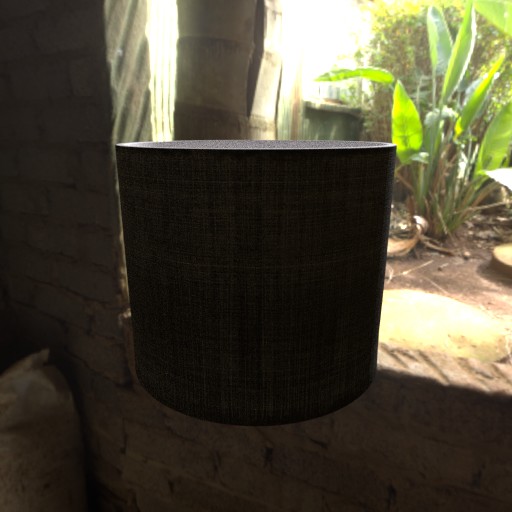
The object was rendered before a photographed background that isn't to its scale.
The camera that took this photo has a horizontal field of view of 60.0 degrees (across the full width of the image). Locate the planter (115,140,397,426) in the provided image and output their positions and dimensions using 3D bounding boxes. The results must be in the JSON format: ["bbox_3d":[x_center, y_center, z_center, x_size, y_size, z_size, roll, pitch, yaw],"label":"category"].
[{"bbox_3d":[0.000,0.000,0.448,0.254,0.221,0.254,0,16,0],"label":"planter"}]
